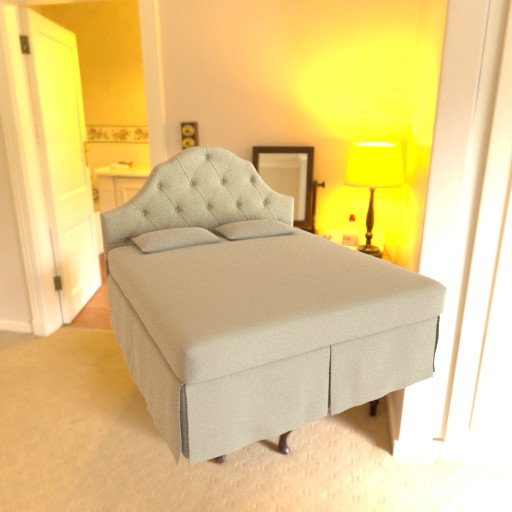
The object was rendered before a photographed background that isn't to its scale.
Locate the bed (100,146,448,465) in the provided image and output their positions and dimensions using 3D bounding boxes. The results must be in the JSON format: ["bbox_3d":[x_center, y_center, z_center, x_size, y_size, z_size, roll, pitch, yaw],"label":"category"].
[{"bbox_3d":[0.000,0.000,3.407,2.012,1.555,2.086,-9,19,-26],"label":"bed"}]
